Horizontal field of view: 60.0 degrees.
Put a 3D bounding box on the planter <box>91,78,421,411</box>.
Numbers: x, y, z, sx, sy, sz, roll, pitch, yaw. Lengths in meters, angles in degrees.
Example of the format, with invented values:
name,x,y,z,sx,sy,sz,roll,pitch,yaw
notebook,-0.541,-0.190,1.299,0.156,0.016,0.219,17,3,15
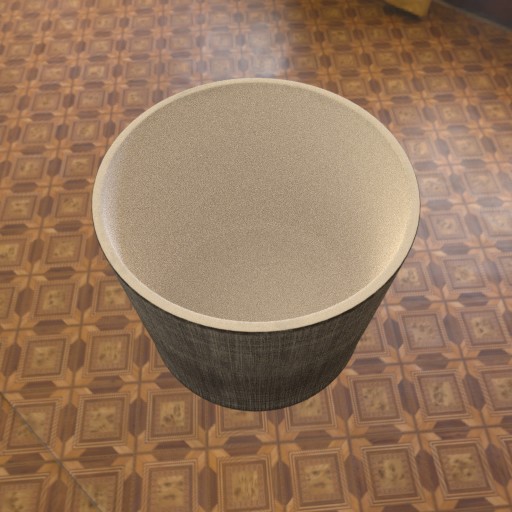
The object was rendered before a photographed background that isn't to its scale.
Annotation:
name,x,y,z,sx,sy,sz,roll,pitch,yaw
planter,0.000,0.000,0.310,0.178,0.157,0.178,0,58,0
